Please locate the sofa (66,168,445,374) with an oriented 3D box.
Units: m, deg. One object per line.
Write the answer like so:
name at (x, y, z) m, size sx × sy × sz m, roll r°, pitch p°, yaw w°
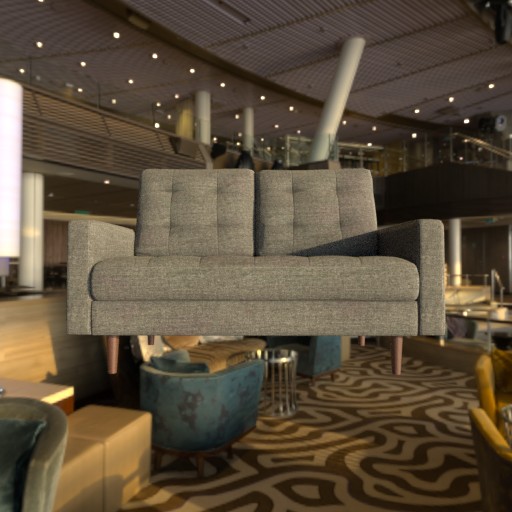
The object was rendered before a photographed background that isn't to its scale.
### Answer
sofa at (0.000, 0.000, 2.014) m, size 1.407 × 0.907 × 0.842 m, roll 0°, pitch -1°, yaw 1°
